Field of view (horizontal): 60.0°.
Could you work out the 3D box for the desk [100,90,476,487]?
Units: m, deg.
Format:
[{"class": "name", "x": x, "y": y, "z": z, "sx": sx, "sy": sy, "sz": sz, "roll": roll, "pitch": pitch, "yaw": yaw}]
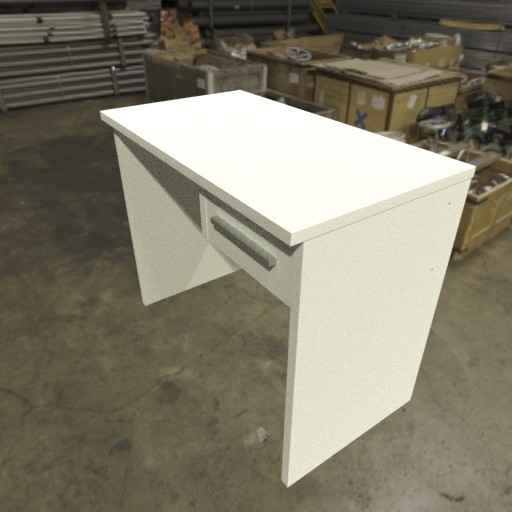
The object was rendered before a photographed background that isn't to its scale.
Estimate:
[{"class": "desk", "x": 0.000, "y": 0.000, "z": 1.315, "sx": 0.498, "sy": 0.729, "sz": 0.900, "roll": -21, "pitch": 38, "yaw": -29}]
